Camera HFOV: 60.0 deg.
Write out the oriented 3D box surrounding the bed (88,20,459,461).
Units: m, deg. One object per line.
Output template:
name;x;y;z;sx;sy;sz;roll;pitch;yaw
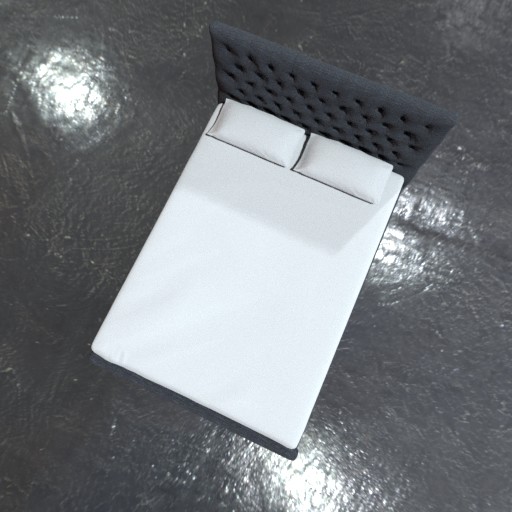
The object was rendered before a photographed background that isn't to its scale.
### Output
bed;0.000;0.000;3.207;1.698;1.427;2.387;24;77;6
